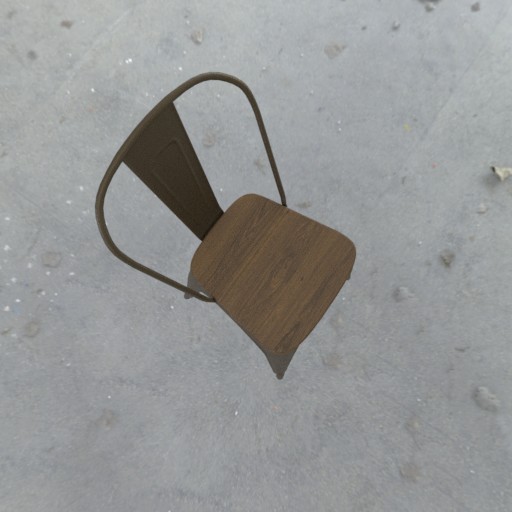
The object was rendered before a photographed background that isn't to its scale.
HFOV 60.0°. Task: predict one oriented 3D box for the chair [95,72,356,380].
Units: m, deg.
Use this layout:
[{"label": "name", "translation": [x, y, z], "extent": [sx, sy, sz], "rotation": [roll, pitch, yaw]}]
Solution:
[{"label": "chair", "translation": [0.000, 0.000, 1.196], "extent": [0.532, 0.844, 0.451], "rotation": [35, 78, 8]}]
